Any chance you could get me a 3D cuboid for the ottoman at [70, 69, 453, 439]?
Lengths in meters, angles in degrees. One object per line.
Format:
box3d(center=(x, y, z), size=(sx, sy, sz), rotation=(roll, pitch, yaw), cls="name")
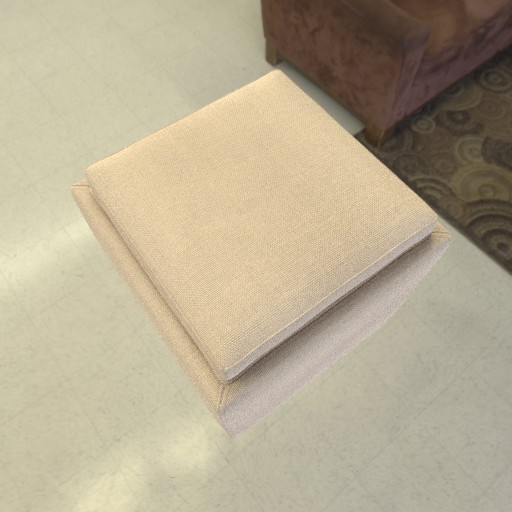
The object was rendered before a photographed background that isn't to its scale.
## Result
box3d(center=(0.000, 0.000, 0.831), size=(0.450, 0.460, 0.451), rotation=(-33, 67, -16), cls="ottoman")
